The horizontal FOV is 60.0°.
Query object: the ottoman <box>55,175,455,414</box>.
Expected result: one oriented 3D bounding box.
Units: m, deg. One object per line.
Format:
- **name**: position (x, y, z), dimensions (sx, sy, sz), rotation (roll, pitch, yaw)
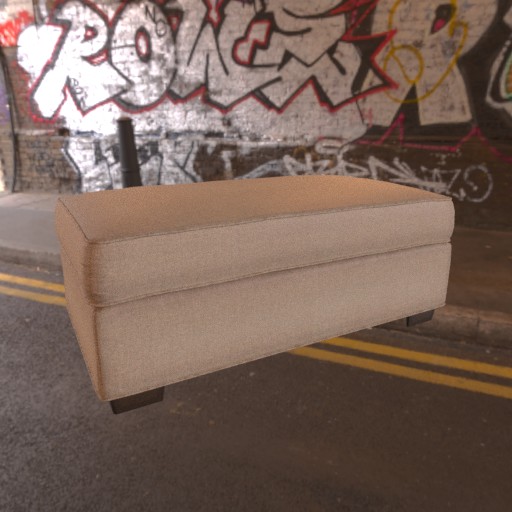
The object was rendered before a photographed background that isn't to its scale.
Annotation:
- **ottoman**: position (0.000, 0.000, 1.403), dimensions (1.097, 0.448, 0.617), rotation (-9, 19, -27)
